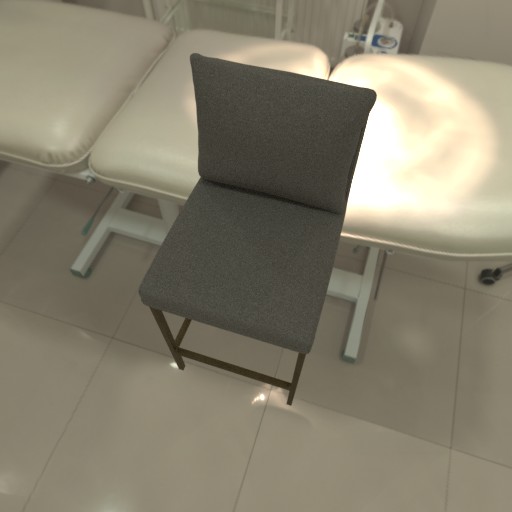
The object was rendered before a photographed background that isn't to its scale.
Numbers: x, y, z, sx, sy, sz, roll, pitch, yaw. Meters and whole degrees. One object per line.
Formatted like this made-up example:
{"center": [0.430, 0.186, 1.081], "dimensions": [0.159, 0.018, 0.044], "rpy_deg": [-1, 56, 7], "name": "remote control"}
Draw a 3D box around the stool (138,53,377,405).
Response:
{"center": [0.000, 0.000, 1.345], "dimensions": [0.463, 1.030, 0.569], "rpy_deg": [15, 60, 9], "name": "stool"}
